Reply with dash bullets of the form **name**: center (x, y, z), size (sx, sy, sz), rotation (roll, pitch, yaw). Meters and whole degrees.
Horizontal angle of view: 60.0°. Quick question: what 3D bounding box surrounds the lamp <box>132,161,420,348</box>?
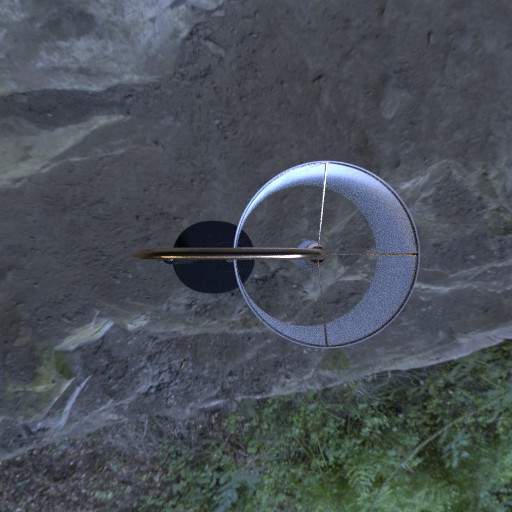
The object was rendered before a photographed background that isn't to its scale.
- **lamp**: center (0.000, 0.000, 0.685), size (0.337, 0.540, 0.199), rotation (0, 89, -2)
